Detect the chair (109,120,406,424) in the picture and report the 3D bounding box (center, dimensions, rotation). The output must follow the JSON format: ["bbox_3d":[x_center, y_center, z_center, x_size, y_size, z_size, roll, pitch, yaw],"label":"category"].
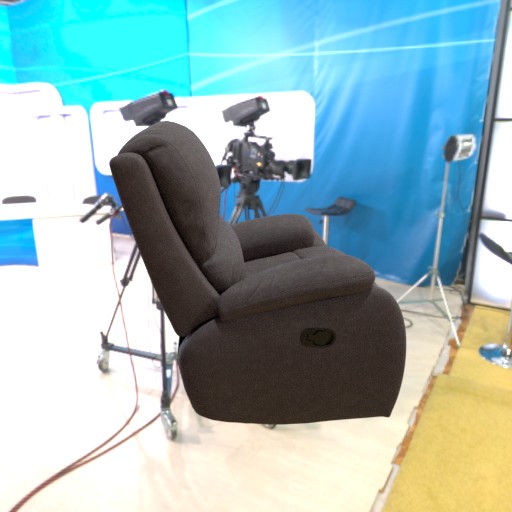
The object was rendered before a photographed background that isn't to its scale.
[{"bbox_3d":[0.000,0.000,1.733,0.899,1.011,0.930,-2,16,-7],"label":"chair"}]
